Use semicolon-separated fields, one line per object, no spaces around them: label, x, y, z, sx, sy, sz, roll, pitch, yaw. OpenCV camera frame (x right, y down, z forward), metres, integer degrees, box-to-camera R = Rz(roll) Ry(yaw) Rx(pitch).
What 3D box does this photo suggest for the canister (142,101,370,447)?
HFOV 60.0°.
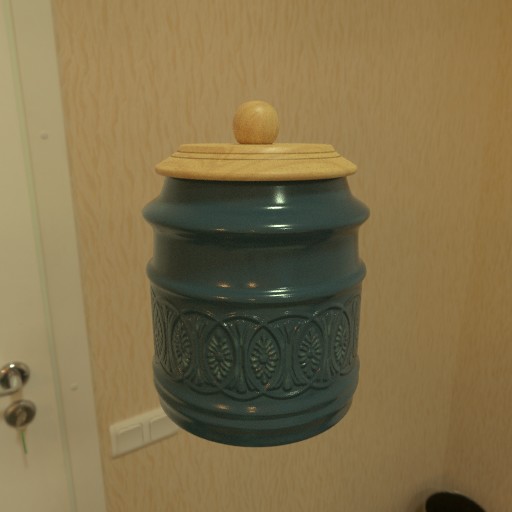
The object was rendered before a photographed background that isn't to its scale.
canister;0.000;0.000;0.267;0.130;0.176;0.130;0;15;0
